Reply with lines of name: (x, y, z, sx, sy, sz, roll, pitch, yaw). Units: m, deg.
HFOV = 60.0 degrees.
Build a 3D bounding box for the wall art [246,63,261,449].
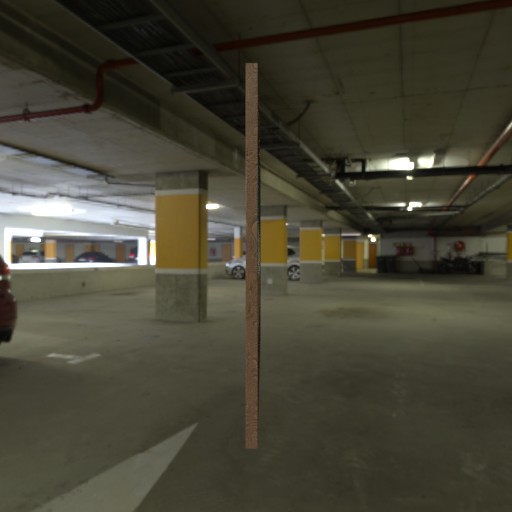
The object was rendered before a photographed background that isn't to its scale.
wall art: (0.000, 0.000, 1.179, 0.019, 0.626, 0.917, 0, 0, 1)
